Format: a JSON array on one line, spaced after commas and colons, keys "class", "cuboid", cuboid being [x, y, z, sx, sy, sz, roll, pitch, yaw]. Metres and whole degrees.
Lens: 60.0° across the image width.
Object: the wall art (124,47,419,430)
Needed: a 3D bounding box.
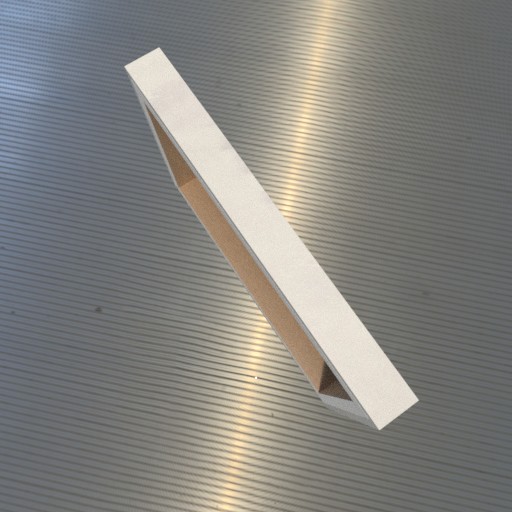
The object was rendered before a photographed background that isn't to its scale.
[{"class": "wall art", "cuboid": [0.000, 0.000, 0.494, 0.038, 0.254, 0.381, -33, 77, -9]}]
